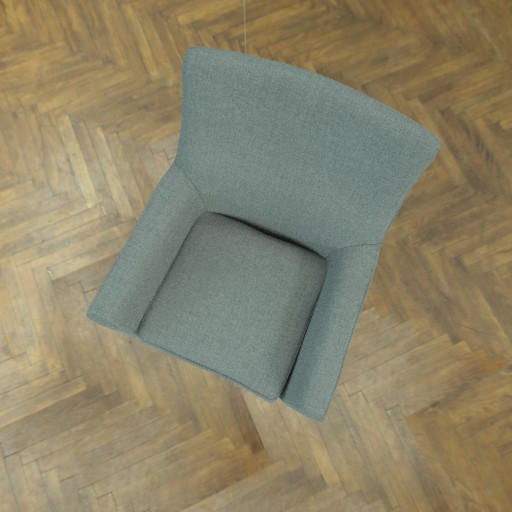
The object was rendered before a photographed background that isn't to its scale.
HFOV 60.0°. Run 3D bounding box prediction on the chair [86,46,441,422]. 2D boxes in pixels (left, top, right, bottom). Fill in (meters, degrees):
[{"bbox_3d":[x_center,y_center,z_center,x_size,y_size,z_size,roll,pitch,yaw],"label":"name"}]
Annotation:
[{"bbox_3d":[0.000,0.000,1.763,0.887,1.047,0.993,22,77,5],"label":"chair"}]
